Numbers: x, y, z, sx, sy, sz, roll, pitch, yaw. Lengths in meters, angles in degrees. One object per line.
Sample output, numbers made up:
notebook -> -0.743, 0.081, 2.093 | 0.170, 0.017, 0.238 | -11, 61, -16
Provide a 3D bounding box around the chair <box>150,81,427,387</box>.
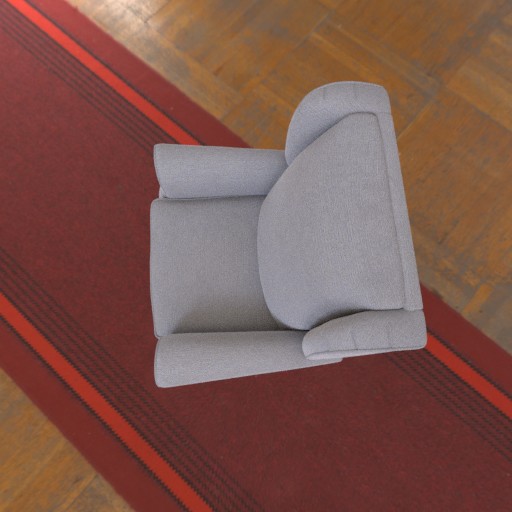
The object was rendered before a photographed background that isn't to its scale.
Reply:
chair -> 0.000, 0.000, 1.667 | 0.854, 0.966, 0.906 | -3, 75, -1
